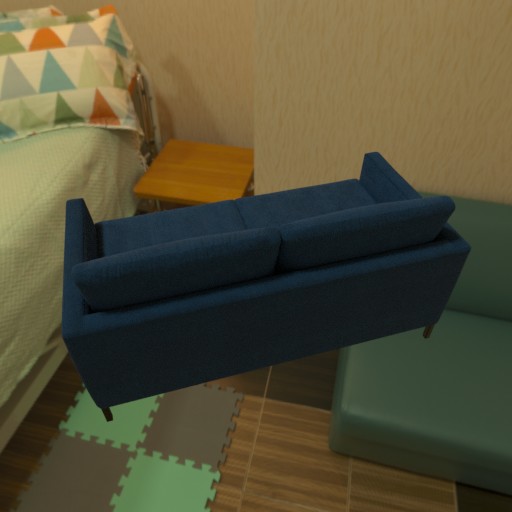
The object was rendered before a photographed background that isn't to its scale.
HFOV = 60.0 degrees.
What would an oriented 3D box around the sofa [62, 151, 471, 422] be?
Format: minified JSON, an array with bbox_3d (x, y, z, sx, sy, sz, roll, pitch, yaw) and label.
[{"bbox_3d":[0.000,0.000,2.133,1.676,0.817,0.875,-11,44,-12],"label":"sofa"}]
